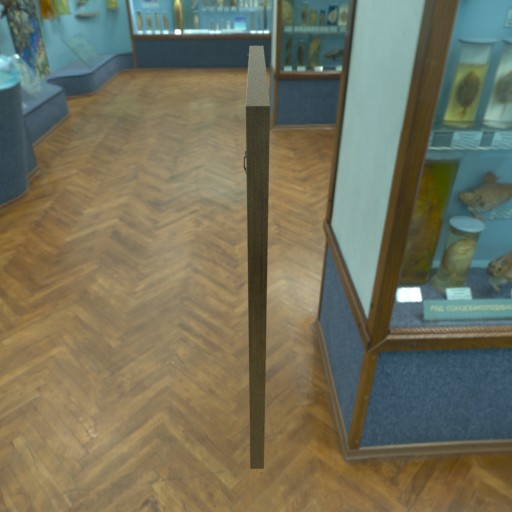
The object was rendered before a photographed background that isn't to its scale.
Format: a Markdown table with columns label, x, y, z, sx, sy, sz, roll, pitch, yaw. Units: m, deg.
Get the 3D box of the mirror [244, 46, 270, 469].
| label | x | y | z | sx | sy | sz | roll | pitch | yaw |
| --- | --- | --- | --- | --- | --- | --- | --- | --- | --- |
| mirror | 0.000 | 0.000 | 1.151 | 0.040 | 0.915 | 0.609 | 0 | 33 | 0 |
